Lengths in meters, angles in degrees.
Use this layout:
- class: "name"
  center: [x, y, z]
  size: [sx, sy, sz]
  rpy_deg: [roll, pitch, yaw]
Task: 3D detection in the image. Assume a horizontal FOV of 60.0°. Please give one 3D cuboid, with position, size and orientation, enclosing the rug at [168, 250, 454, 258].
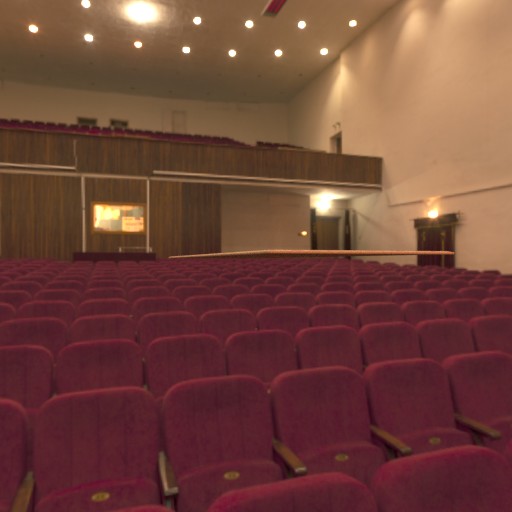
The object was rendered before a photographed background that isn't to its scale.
- class: "rug"
  center: [0.000, 0.000, 2.412]
  size: [0.662, 0.011, 2.196]
  rpy_deg: [0, -1, -19]
